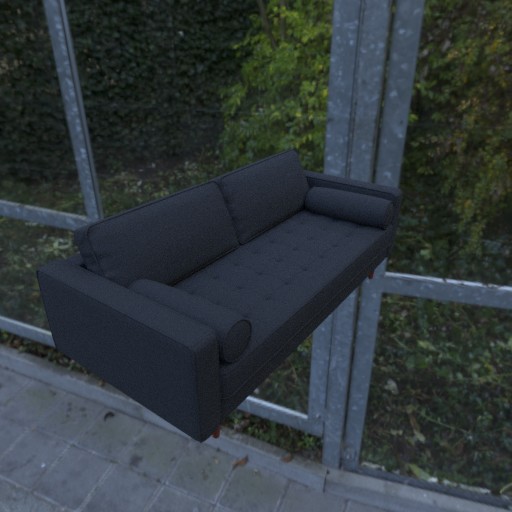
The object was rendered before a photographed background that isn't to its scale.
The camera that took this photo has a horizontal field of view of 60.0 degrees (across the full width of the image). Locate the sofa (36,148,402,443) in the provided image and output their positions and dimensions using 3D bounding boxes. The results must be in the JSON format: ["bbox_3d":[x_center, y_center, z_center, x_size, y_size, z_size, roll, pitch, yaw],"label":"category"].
[{"bbox_3d":[0.000,0.000,2.342,0.914,0.759,1.875,18,33,31],"label":"sofa"}]
